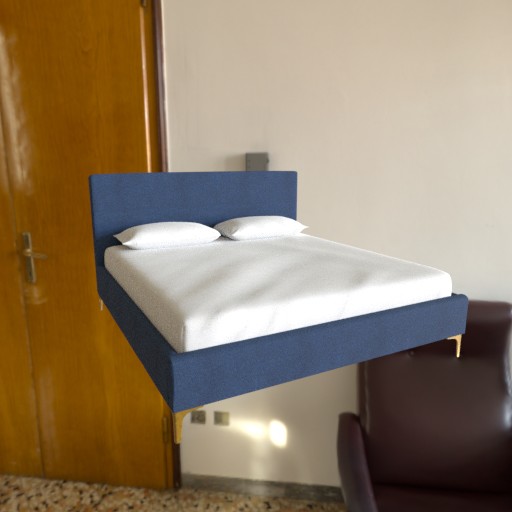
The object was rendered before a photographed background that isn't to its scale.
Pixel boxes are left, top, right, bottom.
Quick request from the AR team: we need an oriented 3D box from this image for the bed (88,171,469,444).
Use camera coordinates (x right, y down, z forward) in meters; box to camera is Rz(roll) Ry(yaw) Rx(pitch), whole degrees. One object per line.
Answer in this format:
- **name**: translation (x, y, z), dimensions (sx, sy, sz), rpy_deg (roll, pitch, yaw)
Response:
- **bed**: translation (0.000, 0.000, 3.438), dimensions (2.096, 1.231, 2.232), rpy_deg (-7, 14, -27)
